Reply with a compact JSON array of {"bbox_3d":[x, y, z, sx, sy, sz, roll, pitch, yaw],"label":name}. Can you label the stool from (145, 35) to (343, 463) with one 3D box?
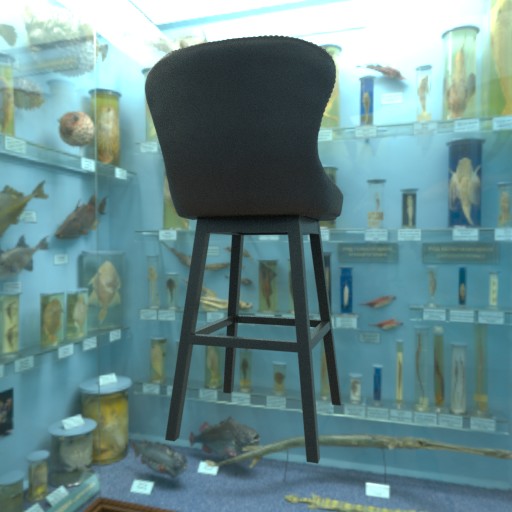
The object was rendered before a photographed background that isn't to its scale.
[{"bbox_3d":[0.000,0.000,1.342,0.528,1.050,0.601,0,1,18],"label":"stool"}]
